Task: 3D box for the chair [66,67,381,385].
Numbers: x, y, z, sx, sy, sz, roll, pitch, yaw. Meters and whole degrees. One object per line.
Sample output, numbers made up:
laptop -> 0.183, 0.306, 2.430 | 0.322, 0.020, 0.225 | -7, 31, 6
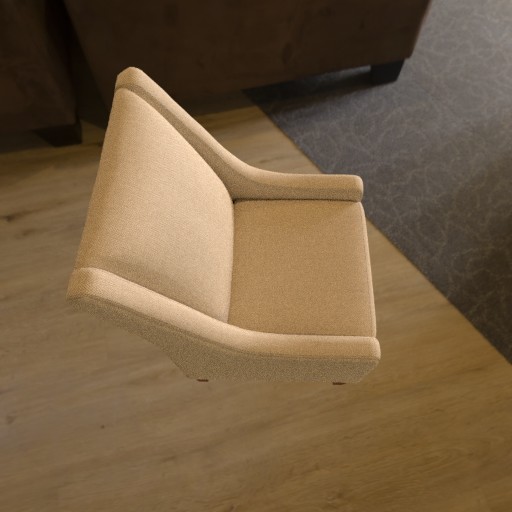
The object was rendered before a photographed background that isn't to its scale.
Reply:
chair -> 0.000, 0.000, 1.601 | 0.870, 1.014, 0.774 | 1, 63, 1
